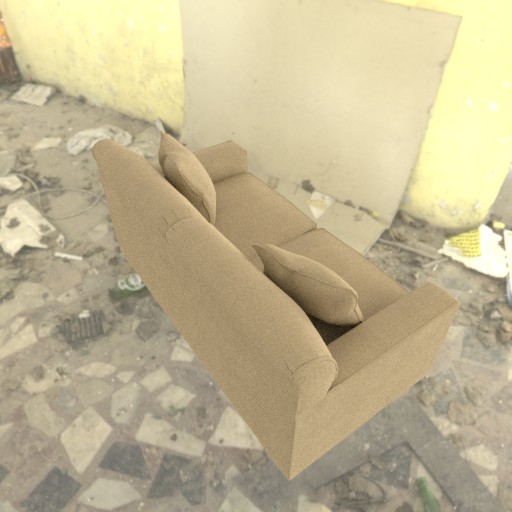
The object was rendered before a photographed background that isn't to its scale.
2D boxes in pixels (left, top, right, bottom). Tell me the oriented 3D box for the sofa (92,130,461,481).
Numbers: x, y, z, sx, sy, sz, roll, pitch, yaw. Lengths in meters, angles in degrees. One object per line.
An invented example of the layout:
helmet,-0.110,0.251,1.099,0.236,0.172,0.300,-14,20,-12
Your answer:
sofa,0.000,0.000,2.406,0.998,0.958,1.846,-25,48,-25
